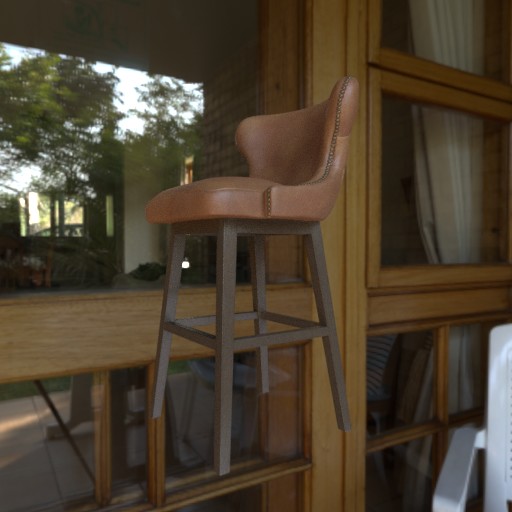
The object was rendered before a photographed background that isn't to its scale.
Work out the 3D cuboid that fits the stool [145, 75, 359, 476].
[{"bbox_3d":[0.000,0.000,1.447,0.606,1.087,0.591,-1,2,-35],"label":"stool"}]
